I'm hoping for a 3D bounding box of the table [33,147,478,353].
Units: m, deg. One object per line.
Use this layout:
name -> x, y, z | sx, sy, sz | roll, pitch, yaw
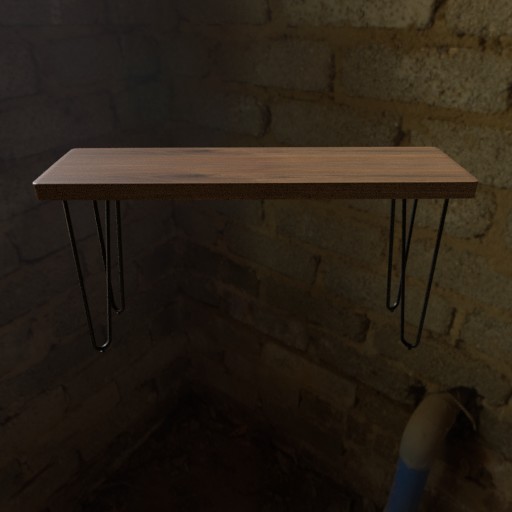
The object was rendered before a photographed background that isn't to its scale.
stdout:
table -> 0.000, 0.000, 1.933 | 1.570, 0.834, 0.425 | 0, 30, -1
